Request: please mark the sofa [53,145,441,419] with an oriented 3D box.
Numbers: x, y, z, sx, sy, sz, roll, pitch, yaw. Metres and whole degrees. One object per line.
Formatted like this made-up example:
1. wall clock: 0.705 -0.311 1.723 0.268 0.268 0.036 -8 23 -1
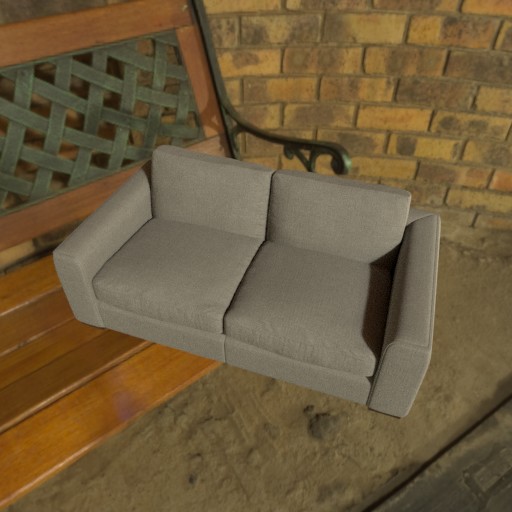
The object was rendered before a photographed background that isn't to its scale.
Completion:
1. sofa: 0.000 0.000 2.508 1.920 0.800 1.069 13 43 14
